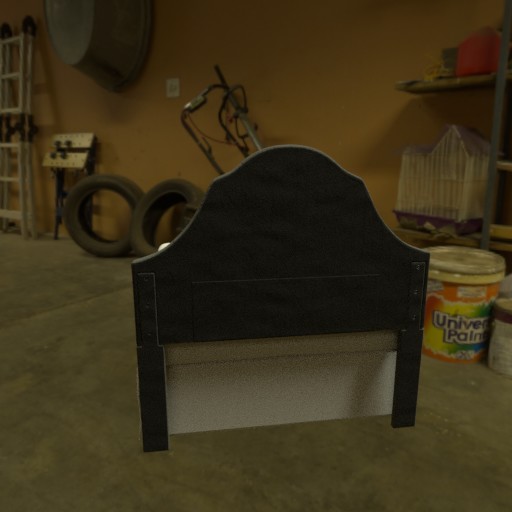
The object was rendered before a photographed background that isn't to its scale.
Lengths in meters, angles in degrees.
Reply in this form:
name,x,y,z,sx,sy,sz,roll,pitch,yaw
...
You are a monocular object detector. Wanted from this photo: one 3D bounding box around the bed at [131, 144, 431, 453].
name,x,y,z,sx,sy,sz,roll,pitch,yaw
bed,0.000,0.000,3.295,1.636,1.575,2.155,-2,13,-8
